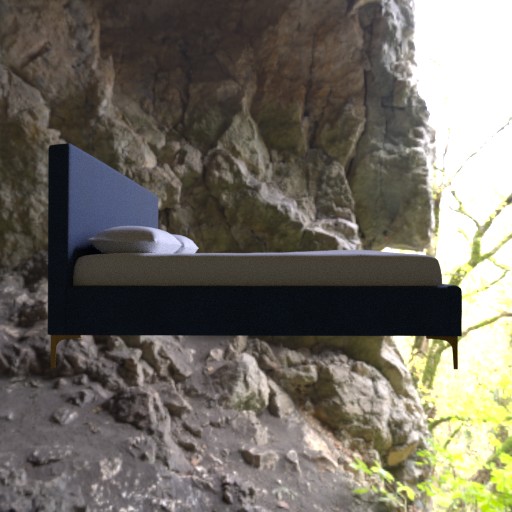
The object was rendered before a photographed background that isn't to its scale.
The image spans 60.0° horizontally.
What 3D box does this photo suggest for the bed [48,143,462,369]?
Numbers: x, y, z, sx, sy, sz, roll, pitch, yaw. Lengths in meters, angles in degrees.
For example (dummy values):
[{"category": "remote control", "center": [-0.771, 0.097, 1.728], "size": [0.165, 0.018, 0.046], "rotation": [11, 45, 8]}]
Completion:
[{"category": "bed", "center": [0.000, 0.000, 3.414], "size": [2.232, 1.231, 2.096], "rotation": [0, -1, 1]}]
